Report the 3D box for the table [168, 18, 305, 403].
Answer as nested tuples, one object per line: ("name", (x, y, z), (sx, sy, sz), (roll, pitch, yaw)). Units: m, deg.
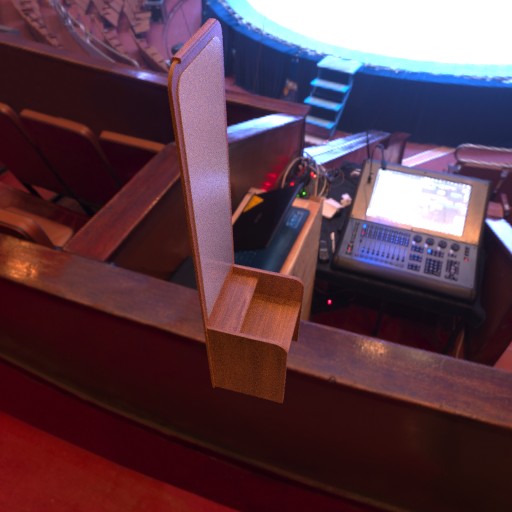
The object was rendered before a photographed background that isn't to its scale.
("table", (0.000, 0.000, 1.973), (0.420, 1.830, 0.450), (11, 48, 10))
